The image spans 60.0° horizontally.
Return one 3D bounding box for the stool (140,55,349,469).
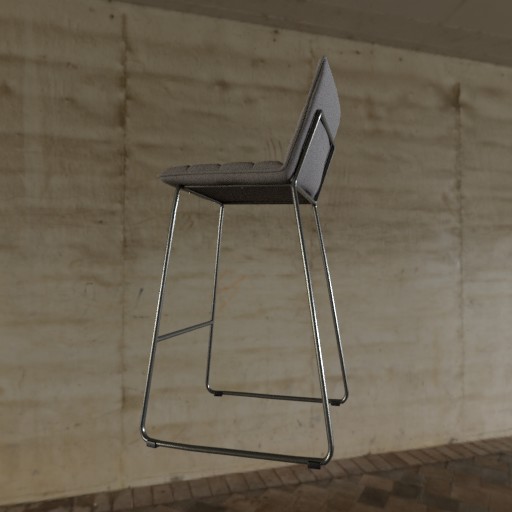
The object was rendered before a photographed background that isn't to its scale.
[{"bbox_3d":[0.000,0.000,1.284,0.490,0.960,0.490,0,-2,16],"label":"stool"}]
